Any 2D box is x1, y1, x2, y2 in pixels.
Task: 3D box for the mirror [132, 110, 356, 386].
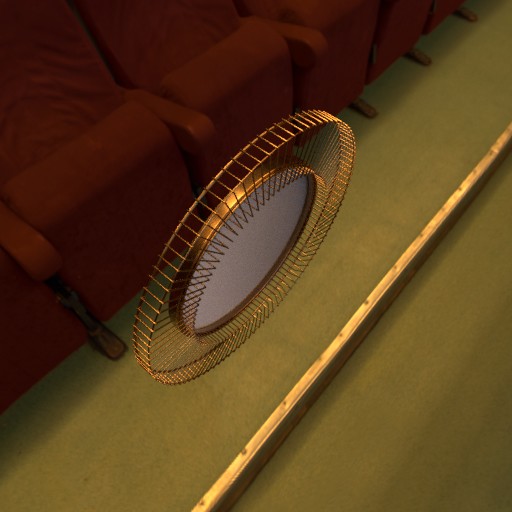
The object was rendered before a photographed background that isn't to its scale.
[{"bbox_3d":[0.000,0.000,1.039,0.067,0.703,0.703,36,65,20],"label":"mirror"}]
